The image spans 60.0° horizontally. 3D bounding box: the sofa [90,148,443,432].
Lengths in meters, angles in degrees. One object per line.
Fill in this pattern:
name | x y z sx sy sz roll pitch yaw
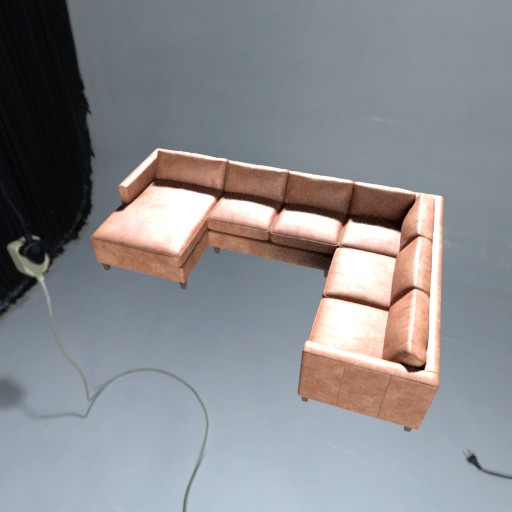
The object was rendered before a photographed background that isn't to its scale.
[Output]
sofa | 0.000 0.000 4.440 3.401 0.832 2.430 12 43 14
